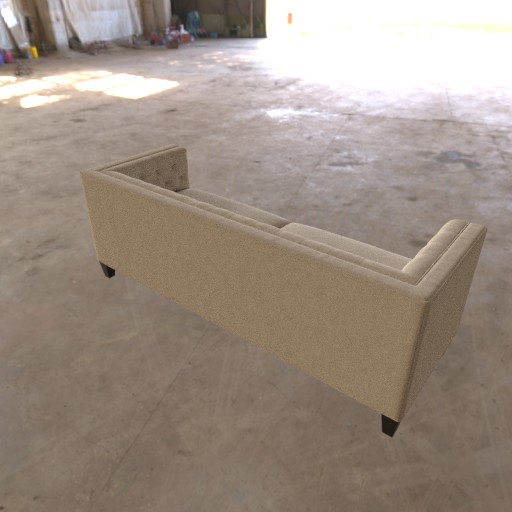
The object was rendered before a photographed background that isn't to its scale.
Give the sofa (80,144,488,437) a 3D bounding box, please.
[{"bbox_3d":[0.000,0.000,2.571,2.159,0.762,0.775,22,37,32],"label":"sofa"}]
